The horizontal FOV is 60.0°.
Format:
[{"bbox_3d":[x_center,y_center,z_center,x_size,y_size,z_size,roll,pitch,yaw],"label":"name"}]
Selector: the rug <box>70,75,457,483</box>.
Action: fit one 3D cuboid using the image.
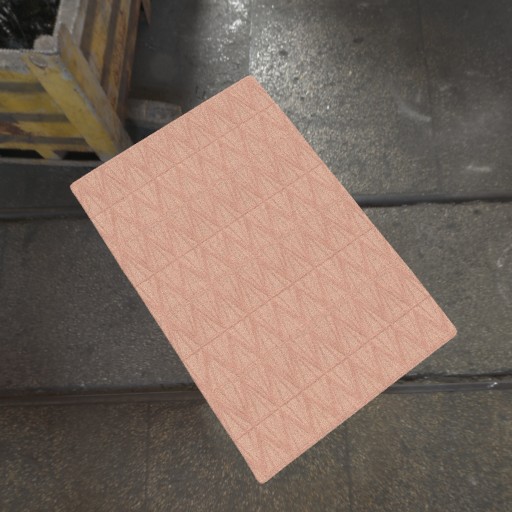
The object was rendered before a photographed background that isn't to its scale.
[{"bbox_3d":[0.000,0.000,3.040,1.609,0.015,2.390,-34,79,-8],"label":"rug"}]
